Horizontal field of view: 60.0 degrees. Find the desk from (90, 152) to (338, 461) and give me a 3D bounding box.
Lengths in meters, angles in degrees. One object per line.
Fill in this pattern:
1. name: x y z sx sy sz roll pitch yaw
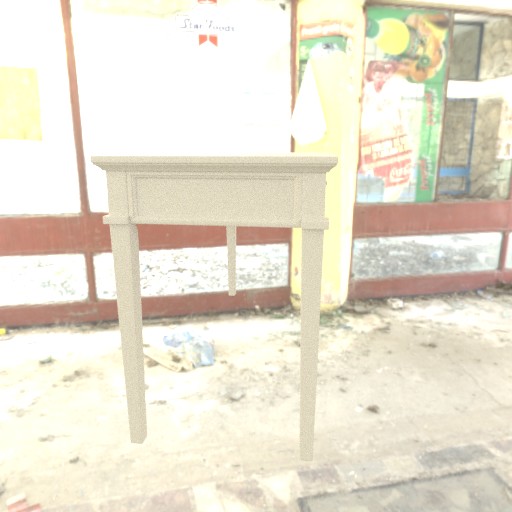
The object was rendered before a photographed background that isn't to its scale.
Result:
1. desk: 0.000 0.000 1.719 0.559 0.774 1.372 2 14 8
